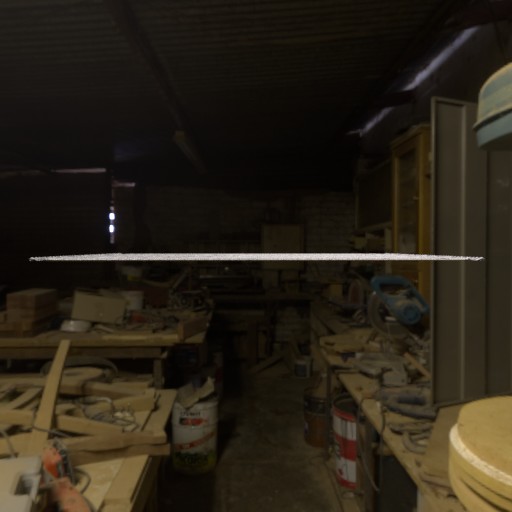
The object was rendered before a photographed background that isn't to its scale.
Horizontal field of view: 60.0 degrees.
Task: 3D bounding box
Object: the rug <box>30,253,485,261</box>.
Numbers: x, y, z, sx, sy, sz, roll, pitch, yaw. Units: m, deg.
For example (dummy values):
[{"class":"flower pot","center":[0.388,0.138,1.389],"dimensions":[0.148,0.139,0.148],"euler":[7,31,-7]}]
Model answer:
[{"class":"rug","center":[0.000,0.000,3.056],"dimensions":[2.312,0.017,1.613],"euler":[0,1,-1]}]
